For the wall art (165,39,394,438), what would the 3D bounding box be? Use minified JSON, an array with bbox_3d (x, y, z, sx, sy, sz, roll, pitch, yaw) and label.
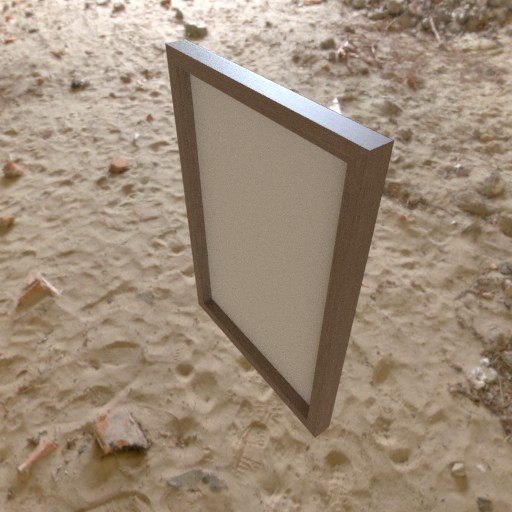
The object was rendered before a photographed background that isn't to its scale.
[{"bbox_3d":[0.000,0.000,0.653,0.032,0.510,0.358,-27,48,-26],"label":"wall art"}]
